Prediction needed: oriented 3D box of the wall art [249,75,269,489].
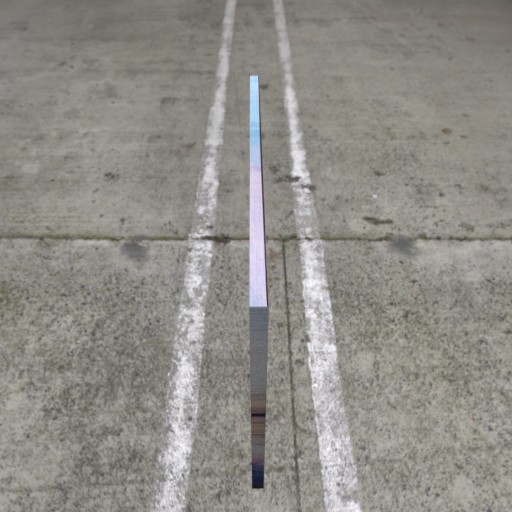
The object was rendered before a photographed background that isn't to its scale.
[{"bbox_3d":[0.000,0.000,0.762,0.018,0.402,0.604,0,41,0],"label":"wall art"}]
